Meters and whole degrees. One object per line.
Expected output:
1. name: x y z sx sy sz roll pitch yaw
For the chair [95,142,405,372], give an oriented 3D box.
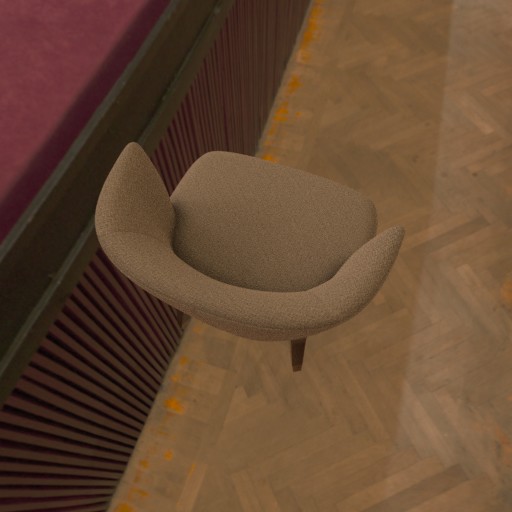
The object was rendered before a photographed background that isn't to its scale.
1. chair: 0.000 0.000 1.326 0.700 0.760 0.660 19 64 9
